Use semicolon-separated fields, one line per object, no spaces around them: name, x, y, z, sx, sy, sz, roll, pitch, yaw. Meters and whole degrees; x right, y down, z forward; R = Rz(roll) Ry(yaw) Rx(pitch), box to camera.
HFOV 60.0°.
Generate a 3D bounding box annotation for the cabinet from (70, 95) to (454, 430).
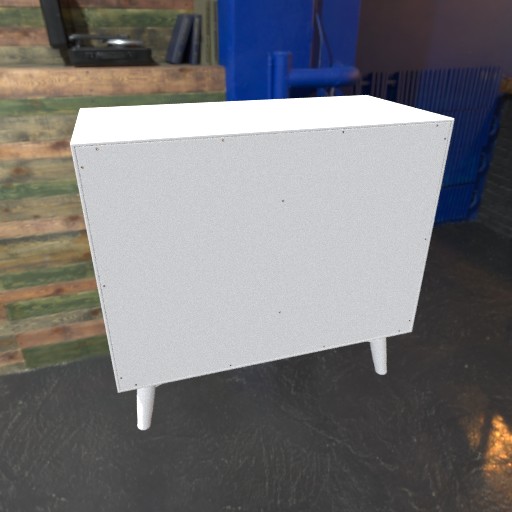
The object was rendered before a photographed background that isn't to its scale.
cabinet;0.000;0.000;1.222;0.800;0.761;0.398;-8;29;-15
